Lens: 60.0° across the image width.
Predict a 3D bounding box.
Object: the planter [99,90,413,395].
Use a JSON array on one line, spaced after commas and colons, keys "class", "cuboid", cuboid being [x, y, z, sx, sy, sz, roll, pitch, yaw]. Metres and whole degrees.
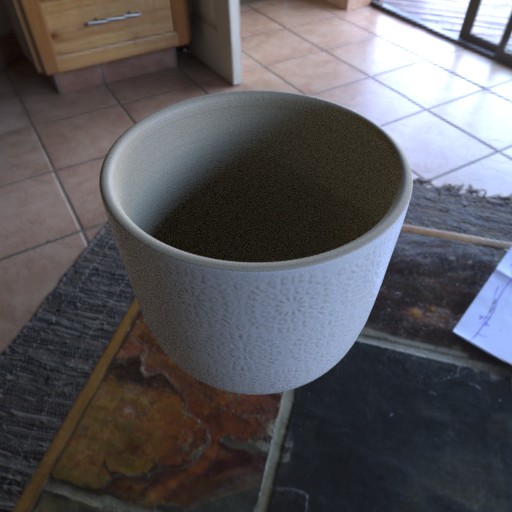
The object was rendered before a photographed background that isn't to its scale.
[{"class": "planter", "cuboid": [0.000, 0.000, 0.369, 0.208, 0.190, 0.208, 0, 46, 0]}]
